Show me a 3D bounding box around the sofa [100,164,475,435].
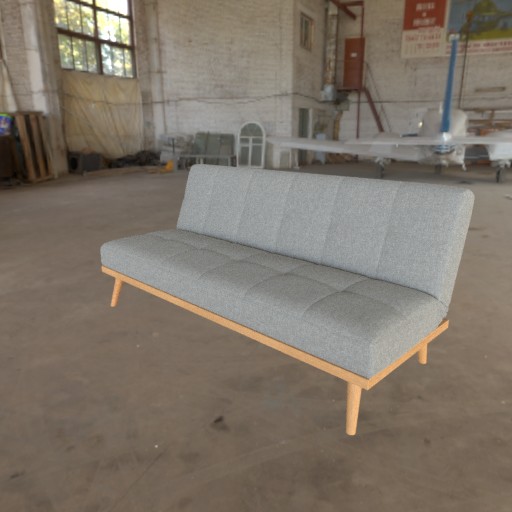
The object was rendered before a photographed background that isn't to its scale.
[{"bbox_3d":[0.000,0.000,2.266,1.820,0.800,0.800,15,22,42],"label":"sofa"}]
